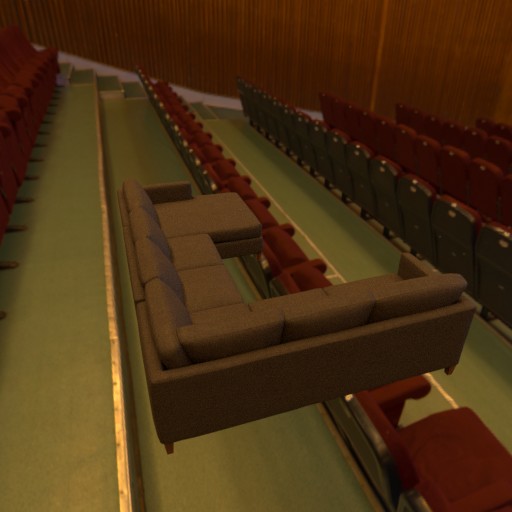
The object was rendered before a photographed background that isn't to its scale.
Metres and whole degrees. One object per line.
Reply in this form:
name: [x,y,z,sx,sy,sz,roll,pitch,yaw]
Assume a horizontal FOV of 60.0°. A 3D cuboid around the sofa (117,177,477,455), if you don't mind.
sofa: [0.000,0.000,4.667,2.594,0.961,3.460,-10,32,-16]
